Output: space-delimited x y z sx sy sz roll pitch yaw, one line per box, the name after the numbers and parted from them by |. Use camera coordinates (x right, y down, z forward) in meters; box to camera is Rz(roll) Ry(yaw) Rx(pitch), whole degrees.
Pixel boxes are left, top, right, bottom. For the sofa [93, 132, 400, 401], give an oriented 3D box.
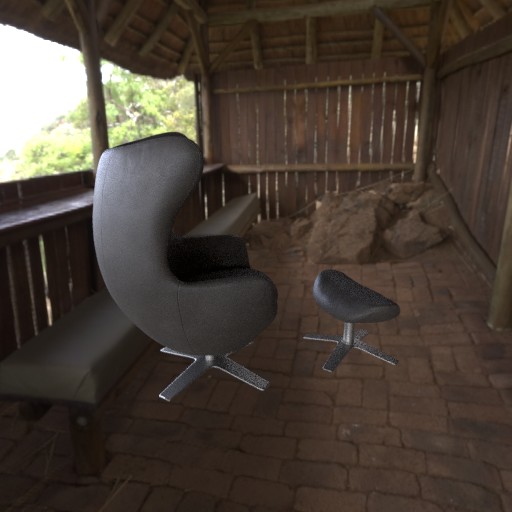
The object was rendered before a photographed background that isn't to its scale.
0.000 0.000 2.126 1.444 1.135 0.894 -3 17 -10 | sofa
